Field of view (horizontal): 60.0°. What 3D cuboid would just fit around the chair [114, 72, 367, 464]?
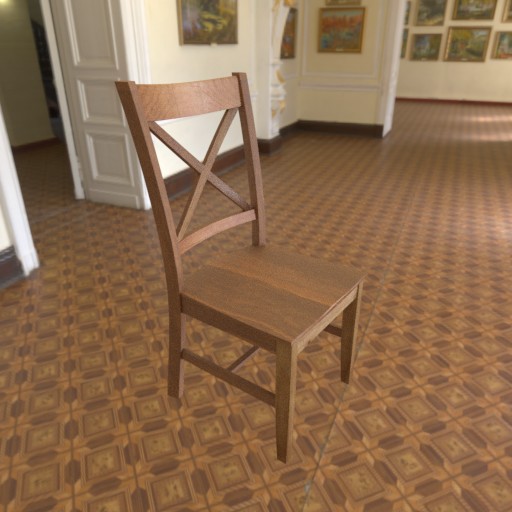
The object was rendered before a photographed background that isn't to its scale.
[{"bbox_3d":[0.000,0.000,1.327,0.542,0.983,0.485,18,31,32],"label":"chair"}]
